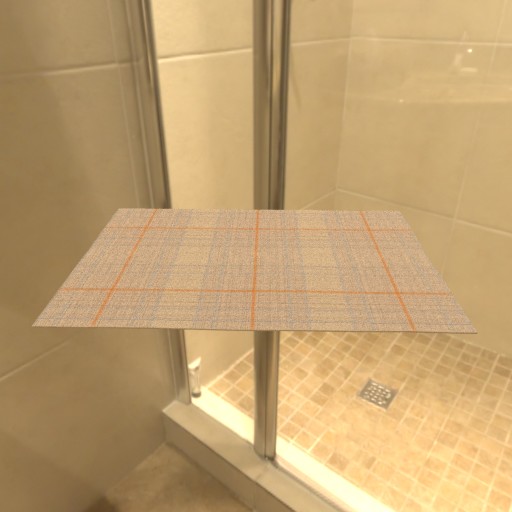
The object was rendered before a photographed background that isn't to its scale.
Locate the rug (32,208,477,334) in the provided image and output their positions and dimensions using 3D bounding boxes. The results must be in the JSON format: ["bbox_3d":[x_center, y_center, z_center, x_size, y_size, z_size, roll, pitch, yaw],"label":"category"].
[{"bbox_3d":[0.000,0.000,2.345,1.825,0.015,1.232,1,29,1],"label":"rug"}]
